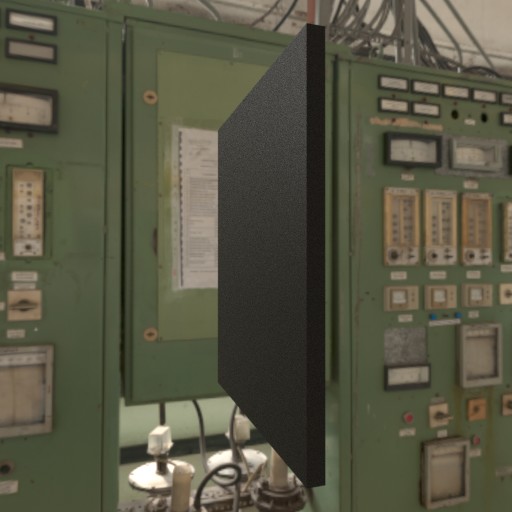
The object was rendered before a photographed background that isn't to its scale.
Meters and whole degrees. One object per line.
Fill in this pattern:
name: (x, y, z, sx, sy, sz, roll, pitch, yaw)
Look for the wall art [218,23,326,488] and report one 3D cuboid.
wall art: (0.000, 0.000, 0.687, 0.023, 0.505, 0.428, 0, 0, -18)
